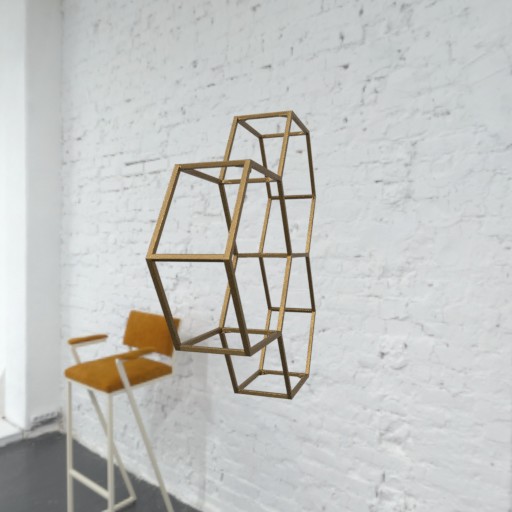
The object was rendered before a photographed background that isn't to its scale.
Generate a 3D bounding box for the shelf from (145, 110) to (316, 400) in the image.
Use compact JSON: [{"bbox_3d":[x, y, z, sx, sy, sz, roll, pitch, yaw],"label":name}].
[{"bbox_3d":[0.000,0.000,1.049,0.150,0.701,0.708,0,1,19],"label":"shelf"}]
